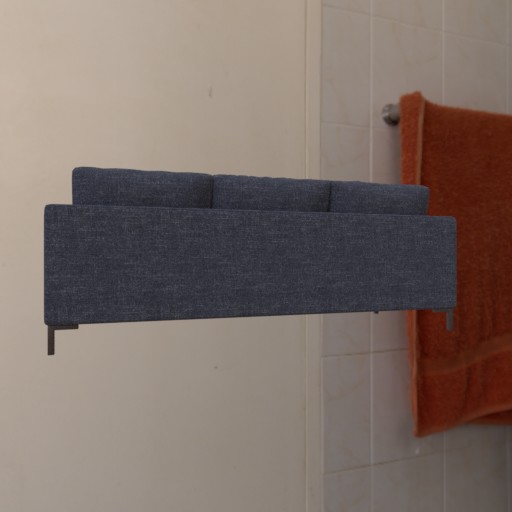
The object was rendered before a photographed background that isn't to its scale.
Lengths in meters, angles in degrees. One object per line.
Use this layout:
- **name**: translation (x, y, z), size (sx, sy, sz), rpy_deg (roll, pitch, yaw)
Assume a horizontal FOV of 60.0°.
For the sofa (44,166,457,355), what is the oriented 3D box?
- **sofa**: translation (0.000, 0.000, 2.668), size (2.218, 0.874, 0.859), rpy_deg (0, 0, -17)
